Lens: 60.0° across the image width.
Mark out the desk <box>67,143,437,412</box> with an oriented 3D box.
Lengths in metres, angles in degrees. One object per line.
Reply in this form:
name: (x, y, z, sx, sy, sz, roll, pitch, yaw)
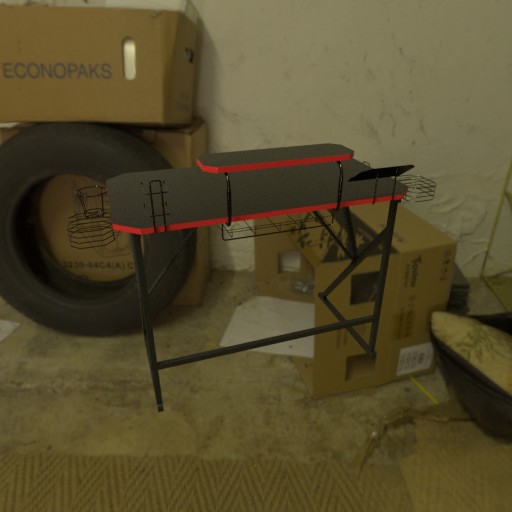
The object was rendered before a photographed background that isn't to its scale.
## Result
desk: (0.000, 0.000, 1.749, 1.280, 0.913, 0.588, -9, 29, -17)
